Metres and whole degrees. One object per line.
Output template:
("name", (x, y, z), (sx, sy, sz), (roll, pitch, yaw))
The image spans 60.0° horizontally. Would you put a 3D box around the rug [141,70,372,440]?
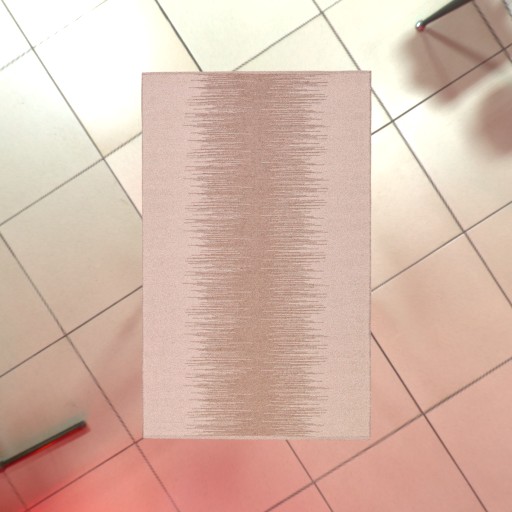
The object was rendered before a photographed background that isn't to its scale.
("rug", (0.000, 0.000, 2.935), (1.522, 0.012, 2.440), (0, 91, 1))
